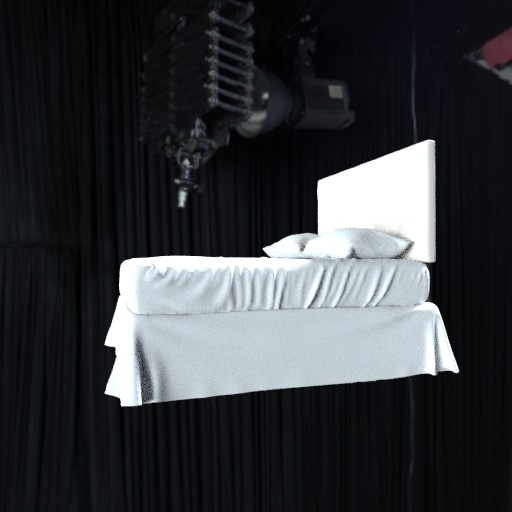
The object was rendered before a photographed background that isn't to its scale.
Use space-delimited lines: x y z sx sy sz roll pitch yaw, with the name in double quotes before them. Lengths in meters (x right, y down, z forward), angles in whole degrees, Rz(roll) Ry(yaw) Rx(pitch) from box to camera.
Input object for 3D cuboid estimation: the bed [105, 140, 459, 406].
"bed" 0.000 0.000 3.446 2.222 1.577 1.936 0 -1 -19
